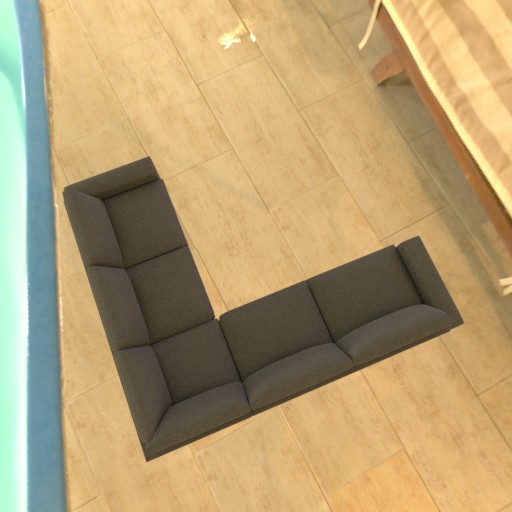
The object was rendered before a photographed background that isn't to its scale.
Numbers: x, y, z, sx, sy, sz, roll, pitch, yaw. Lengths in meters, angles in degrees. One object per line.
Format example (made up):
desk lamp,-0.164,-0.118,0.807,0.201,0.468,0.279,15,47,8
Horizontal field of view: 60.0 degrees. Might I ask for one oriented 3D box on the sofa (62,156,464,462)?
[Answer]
sofa,0.000,0.000,4.671,3.277,0.965,2.895,-22,76,-5
